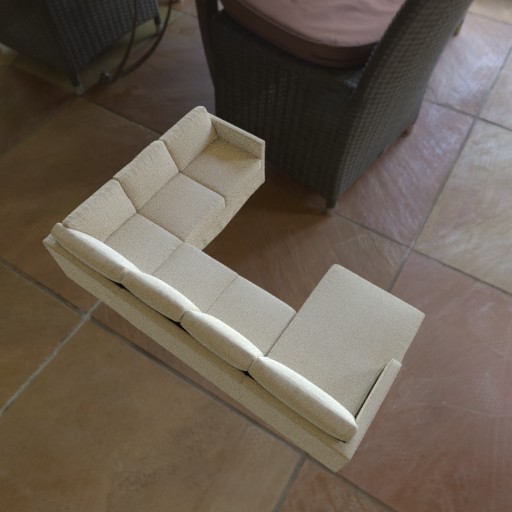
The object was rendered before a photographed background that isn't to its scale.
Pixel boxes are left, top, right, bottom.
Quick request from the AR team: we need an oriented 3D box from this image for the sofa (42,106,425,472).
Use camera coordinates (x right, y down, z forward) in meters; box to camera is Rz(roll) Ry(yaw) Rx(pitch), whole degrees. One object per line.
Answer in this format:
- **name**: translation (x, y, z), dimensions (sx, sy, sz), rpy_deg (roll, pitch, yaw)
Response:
- **sofa**: translation (0.000, 0.000, 4.545), dimensions (3.464, 0.882, 2.448), rpy_deg (30, 63, 18)
